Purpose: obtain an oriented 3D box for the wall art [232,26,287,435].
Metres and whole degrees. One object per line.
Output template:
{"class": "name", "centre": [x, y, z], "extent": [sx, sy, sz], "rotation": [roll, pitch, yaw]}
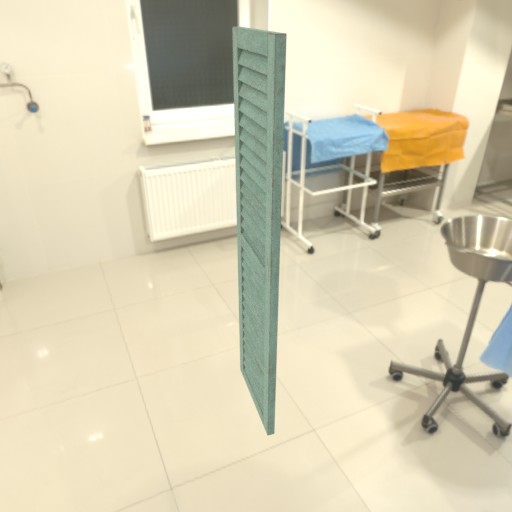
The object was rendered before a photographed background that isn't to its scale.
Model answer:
{"class": "wall art", "centre": [0.000, 0.000, 1.339], "extent": [0.025, 1.219, 0.329], "rotation": [-9, 31, -16]}
